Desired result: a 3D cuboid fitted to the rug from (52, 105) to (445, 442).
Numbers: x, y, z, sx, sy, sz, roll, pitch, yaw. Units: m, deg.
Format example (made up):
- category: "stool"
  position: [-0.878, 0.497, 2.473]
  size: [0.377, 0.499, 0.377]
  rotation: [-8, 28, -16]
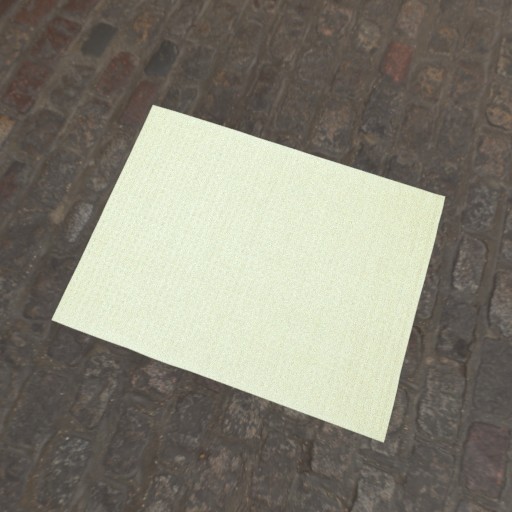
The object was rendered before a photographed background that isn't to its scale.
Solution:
- category: "rug"
  position: [0.000, 0.000, 4.299]
  size: [3.204, 0.016, 2.452]
  rotation: [19, 75, 5]
